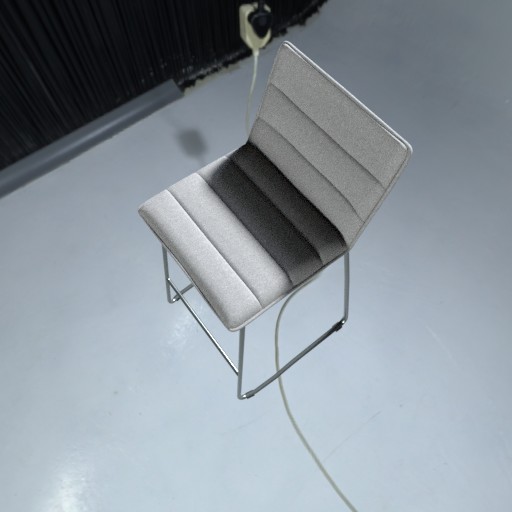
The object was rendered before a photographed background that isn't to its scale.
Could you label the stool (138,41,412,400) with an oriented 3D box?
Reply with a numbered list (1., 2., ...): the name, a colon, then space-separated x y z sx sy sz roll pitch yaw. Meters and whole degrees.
1. stool: 0.000 0.000 1.252 0.490 0.960 0.490 -35 69 -16
